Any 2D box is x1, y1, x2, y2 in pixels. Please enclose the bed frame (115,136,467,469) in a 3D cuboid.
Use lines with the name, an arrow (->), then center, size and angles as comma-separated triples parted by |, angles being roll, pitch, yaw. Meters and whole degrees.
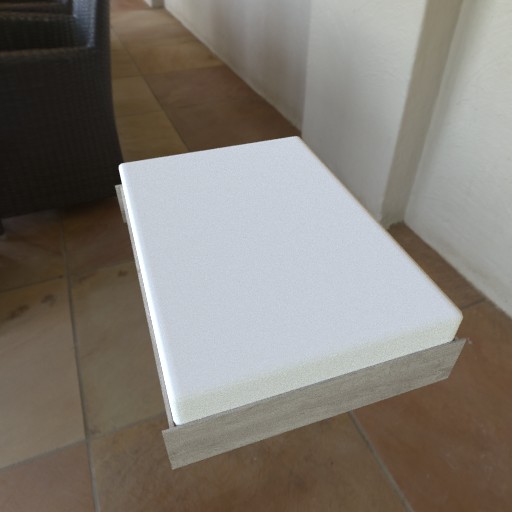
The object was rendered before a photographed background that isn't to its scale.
bed frame -> 0.000, 0.000, 2.665 | 1.445, 0.497, 1.945 | -13, 42, -14
